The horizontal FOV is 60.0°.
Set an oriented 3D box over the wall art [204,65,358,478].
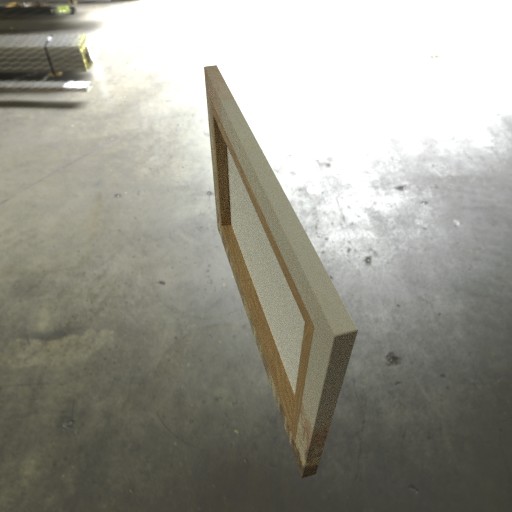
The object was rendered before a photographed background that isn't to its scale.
[{"bbox_3d":[0.000,0.000,1.146,0.040,0.608,0.916,-12,48,-11],"label":"wall art"}]
